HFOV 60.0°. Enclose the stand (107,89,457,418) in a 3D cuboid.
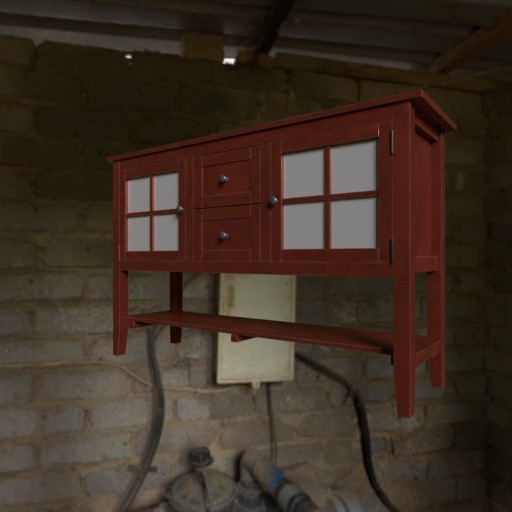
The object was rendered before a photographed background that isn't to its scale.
[{"bbox_3d":[0.000,0.000,1.717,1.362,0.872,0.410,0,0,36],"label":"stand"}]
